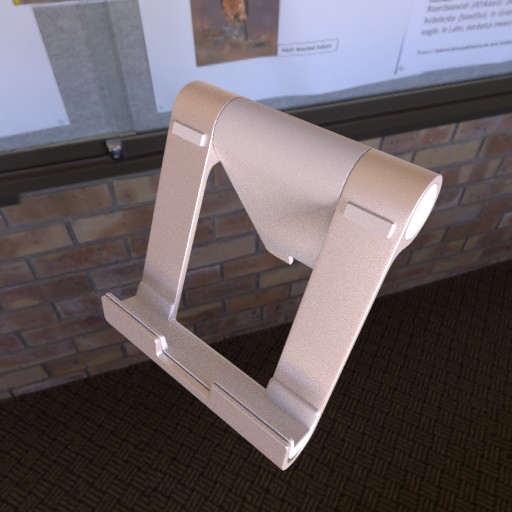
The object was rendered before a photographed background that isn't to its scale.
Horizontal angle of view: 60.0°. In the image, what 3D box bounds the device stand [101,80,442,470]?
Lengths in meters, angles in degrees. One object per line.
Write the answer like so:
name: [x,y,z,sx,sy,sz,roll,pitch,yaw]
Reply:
device stand: [0.000,0.000,0.150,0.086,0.084,0.079,31,53,27]
